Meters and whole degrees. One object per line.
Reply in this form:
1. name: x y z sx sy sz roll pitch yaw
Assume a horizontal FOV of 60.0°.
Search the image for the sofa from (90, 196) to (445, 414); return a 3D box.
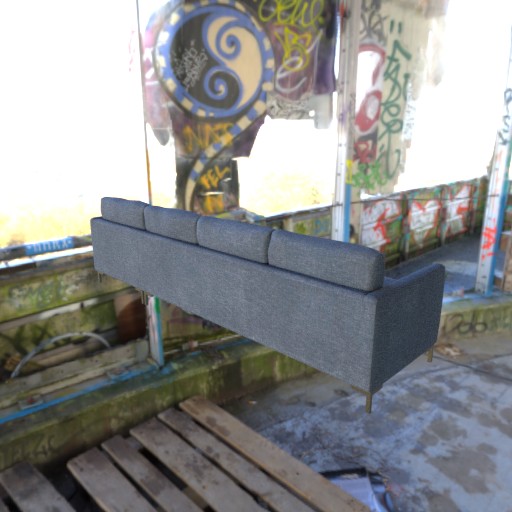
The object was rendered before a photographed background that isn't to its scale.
1. sofa: 0.000 0.000 3.503 2.932 0.810 1.350 15 21 43
